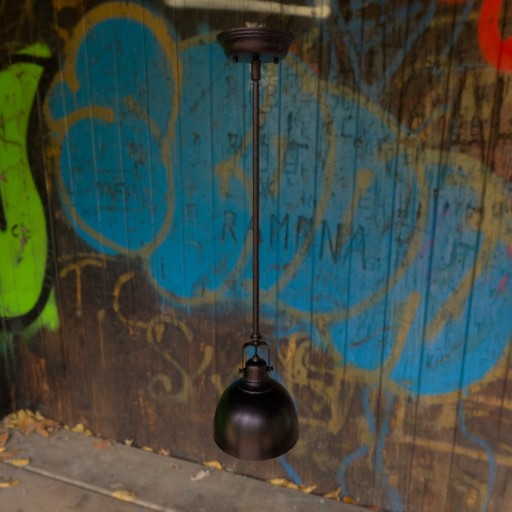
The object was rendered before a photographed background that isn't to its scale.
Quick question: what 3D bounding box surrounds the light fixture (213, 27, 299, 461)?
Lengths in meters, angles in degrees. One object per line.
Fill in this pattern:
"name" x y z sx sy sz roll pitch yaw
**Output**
"light fixture" 0.000 0.000 0.848 0.182 0.768 0.182 -2 14 -8
